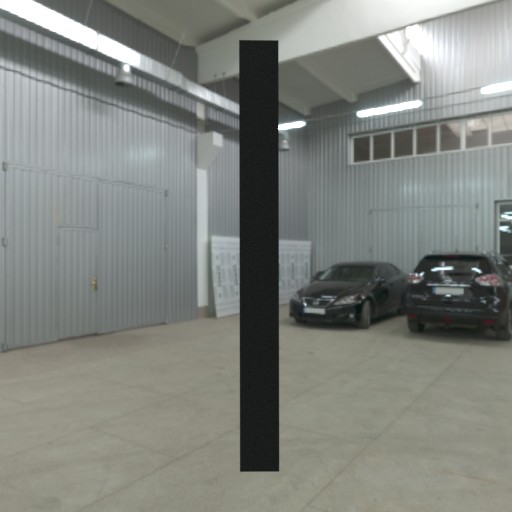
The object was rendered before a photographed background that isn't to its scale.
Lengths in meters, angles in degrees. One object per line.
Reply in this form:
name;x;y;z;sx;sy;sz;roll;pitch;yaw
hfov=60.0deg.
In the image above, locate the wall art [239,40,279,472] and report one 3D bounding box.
wall art;0.000;0.000;0.529;0.031;0.330;0.381;0;0;-1
